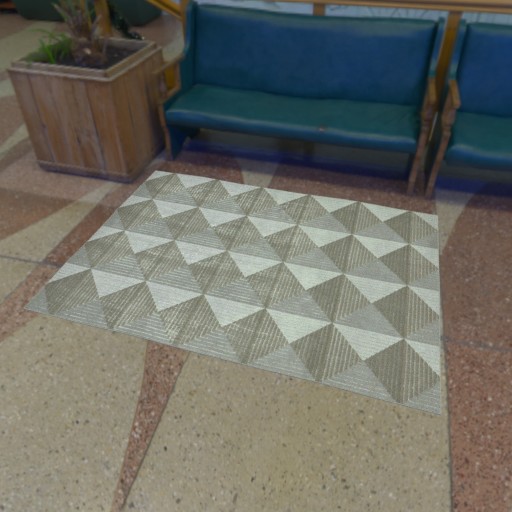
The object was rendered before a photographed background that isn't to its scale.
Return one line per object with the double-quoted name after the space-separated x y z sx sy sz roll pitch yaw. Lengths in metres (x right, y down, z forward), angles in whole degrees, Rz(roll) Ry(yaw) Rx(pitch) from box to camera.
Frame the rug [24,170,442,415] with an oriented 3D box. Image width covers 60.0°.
0.000 0.000 4.222 3.333 0.027 2.428 11 41 13 "rug"
